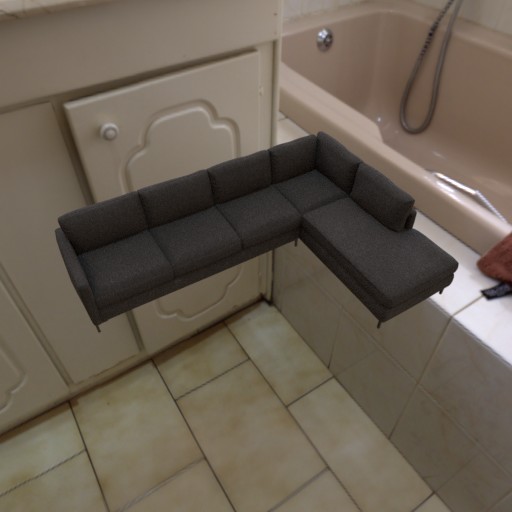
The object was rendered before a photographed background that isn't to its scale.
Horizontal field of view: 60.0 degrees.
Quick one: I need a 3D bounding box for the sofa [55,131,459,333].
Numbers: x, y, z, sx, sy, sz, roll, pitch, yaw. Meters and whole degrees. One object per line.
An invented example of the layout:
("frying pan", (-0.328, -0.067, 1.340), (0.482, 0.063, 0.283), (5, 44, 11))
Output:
("sofa", (0.000, 0.000, 3.892), (2.949, 0.815, 2.007), (-23, 50, -21))
